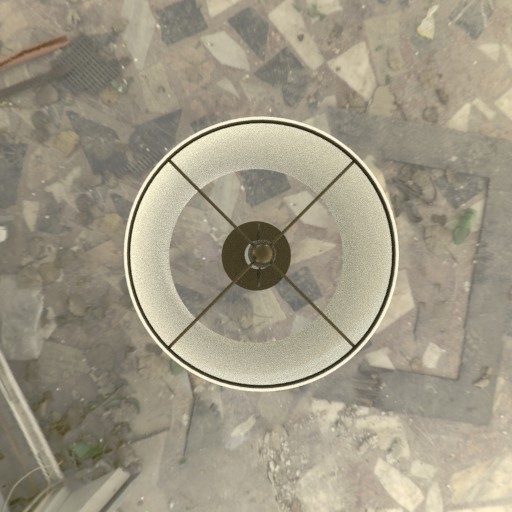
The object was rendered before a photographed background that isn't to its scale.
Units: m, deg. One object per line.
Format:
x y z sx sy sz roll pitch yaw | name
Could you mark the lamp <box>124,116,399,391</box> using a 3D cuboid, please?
0.000 0.000 0.785 0.301 0.630 0.301 0 90 -1 | lamp
